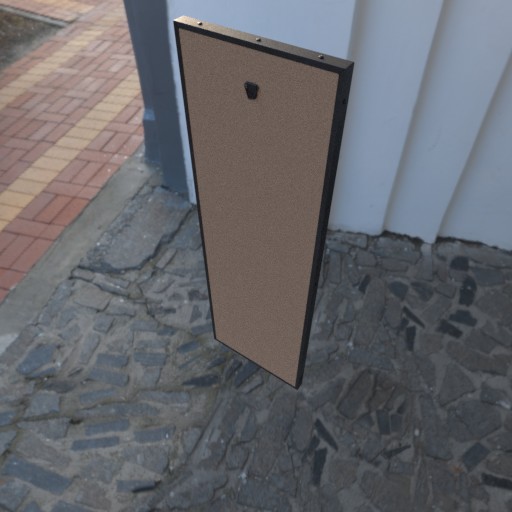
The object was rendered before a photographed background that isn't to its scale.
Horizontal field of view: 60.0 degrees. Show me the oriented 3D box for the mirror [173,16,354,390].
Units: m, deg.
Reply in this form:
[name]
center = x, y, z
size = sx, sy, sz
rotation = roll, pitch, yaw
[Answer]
[mirror]
center = 0.000, 0.000, 1.142
size = 0.354, 1.080, 0.042
rotation = 27, 53, 22
